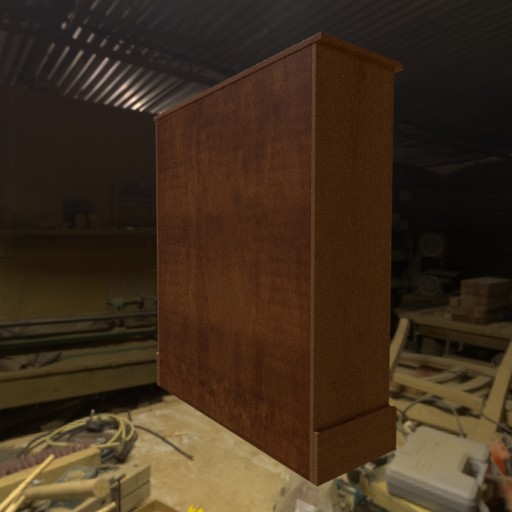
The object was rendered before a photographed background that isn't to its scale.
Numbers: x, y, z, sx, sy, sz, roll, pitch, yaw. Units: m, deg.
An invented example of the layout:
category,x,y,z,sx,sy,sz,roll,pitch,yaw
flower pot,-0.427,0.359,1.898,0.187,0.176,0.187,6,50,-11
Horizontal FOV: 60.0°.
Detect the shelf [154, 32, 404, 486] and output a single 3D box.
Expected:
category,x,y,z,sx,sy,sz,roll,pitch,yaw
shelf,0.000,0.000,1.373,0.291,0.980,0.840,-2,3,-37
